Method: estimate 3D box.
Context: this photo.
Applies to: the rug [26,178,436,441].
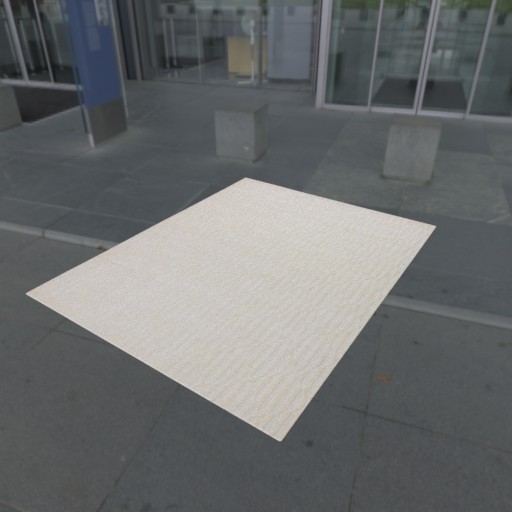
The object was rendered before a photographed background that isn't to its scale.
[{"bbox_3d":[0.000,0.000,4.066,2.410,0.021,3.055,20,36,29],"label":"rug"}]
